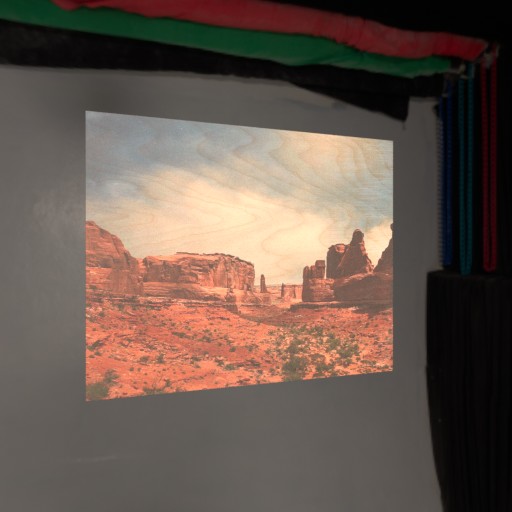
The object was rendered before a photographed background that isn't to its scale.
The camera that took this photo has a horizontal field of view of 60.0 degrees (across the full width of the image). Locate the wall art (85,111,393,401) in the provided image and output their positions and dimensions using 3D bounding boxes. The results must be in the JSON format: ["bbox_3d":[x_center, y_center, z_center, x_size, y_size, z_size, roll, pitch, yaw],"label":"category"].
[{"bbox_3d":[0.000,0.000,0.708,0.508,0.406,0.013,0,0,-19],"label":"wall art"}]
